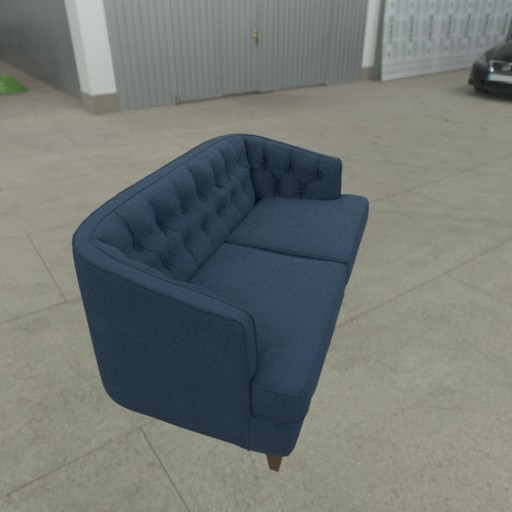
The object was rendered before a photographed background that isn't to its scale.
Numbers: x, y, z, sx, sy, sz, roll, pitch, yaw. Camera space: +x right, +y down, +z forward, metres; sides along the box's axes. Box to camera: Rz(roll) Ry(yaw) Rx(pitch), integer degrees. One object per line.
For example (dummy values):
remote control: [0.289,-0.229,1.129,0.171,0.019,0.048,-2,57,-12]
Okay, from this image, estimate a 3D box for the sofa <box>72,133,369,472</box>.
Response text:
sofa: [0.000,0.000,2.216,0.941,0.854,1.733,10,31,17]
